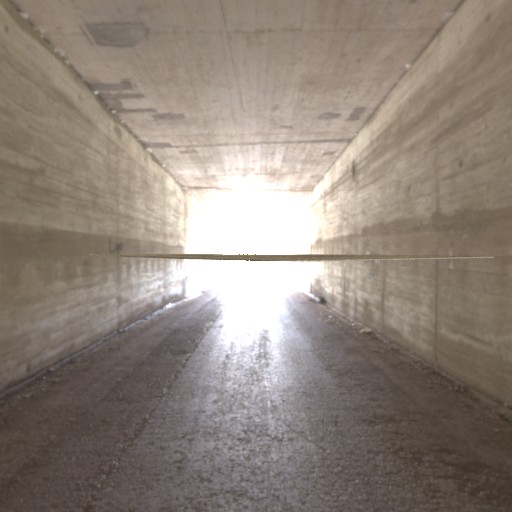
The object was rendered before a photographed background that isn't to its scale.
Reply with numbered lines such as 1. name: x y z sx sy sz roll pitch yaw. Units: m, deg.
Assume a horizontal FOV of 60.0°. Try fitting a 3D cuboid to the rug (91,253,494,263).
1. rug: 0.000 0.000 2.998 1.528 0.010 2.440 -1 1 -36
